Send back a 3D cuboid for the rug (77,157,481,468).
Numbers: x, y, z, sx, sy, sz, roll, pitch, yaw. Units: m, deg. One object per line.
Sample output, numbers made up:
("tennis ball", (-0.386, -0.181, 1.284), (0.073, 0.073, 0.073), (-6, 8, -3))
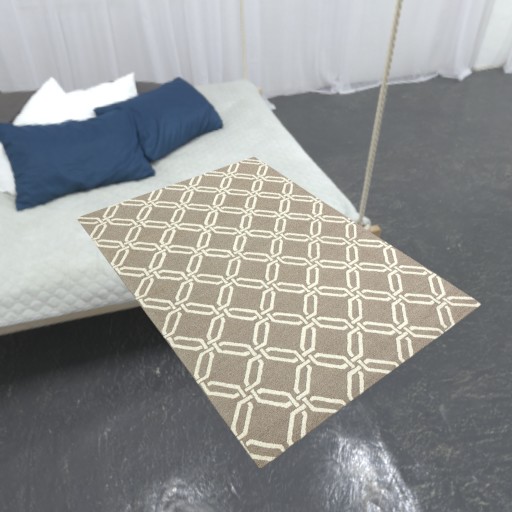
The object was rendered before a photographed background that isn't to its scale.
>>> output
("rug", (0.000, 0.000, 4.412), (2.441, 0.020, 3.419), (-25, 46, -27))
